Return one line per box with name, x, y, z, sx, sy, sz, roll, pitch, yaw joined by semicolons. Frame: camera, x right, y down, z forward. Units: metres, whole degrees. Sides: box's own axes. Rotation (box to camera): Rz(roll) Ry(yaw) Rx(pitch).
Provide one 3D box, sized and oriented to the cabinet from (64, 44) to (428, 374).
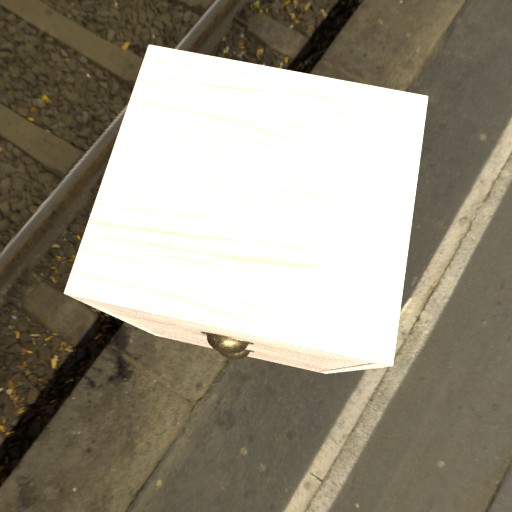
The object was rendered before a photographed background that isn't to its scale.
cabinet;0.000;0.000;0.861;0.409;0.579;0.401;12;75;3
